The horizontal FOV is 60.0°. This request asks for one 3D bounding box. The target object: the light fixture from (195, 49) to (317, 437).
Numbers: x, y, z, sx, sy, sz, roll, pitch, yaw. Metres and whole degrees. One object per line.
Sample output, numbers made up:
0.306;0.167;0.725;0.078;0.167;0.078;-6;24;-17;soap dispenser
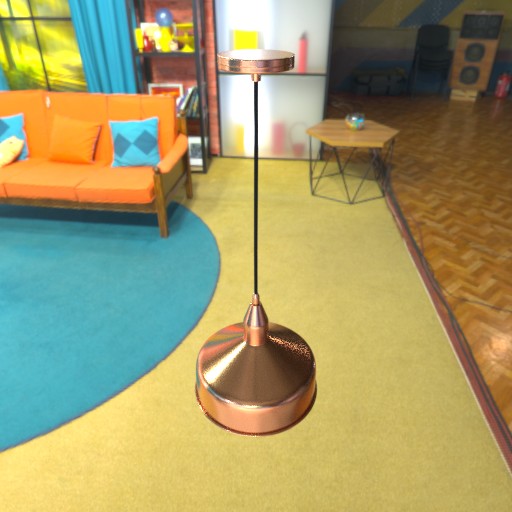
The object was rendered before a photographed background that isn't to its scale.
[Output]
0.000;0.000;0.902;0.301;0.754;0.301;-21;37;-29;light fixture
